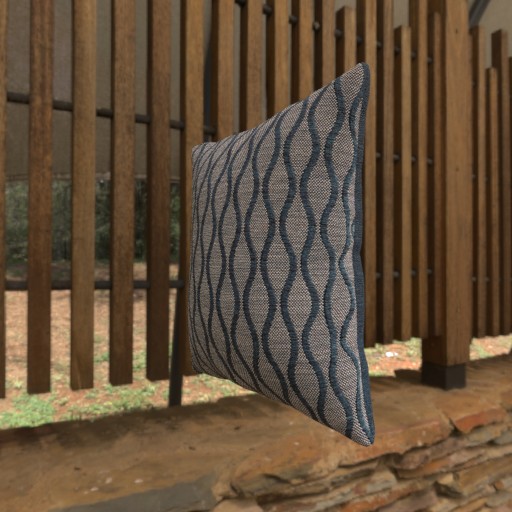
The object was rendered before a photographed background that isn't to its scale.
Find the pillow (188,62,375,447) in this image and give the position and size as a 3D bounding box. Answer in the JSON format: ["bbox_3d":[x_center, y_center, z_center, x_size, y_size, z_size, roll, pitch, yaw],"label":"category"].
[{"bbox_3d":[0.000,0.000,0.669,0.159,0.435,0.435,1,-1,-35],"label":"pillow"}]
